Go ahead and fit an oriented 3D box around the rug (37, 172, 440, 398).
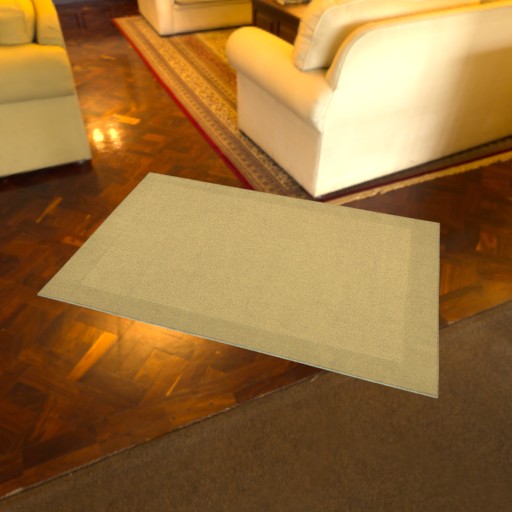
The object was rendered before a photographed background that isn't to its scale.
[{"bbox_3d":[0.000,0.000,3.085,2.438,0.014,1.524,12,44,13],"label":"rug"}]
